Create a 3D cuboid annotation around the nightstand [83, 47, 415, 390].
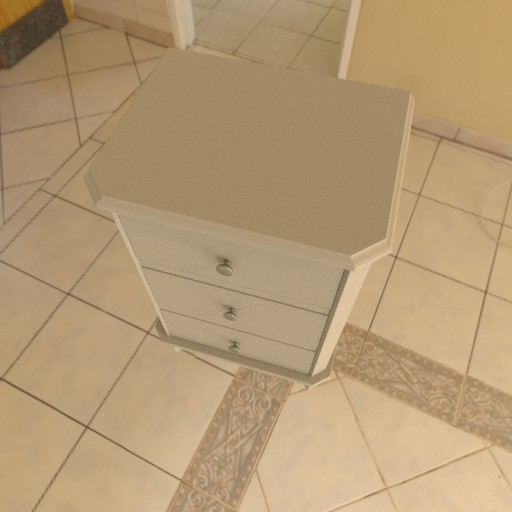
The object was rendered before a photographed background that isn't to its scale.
[{"bbox_3d":[0.000,0.000,0.960,0.450,0.680,0.350,14,60,8],"label":"nightstand"}]
